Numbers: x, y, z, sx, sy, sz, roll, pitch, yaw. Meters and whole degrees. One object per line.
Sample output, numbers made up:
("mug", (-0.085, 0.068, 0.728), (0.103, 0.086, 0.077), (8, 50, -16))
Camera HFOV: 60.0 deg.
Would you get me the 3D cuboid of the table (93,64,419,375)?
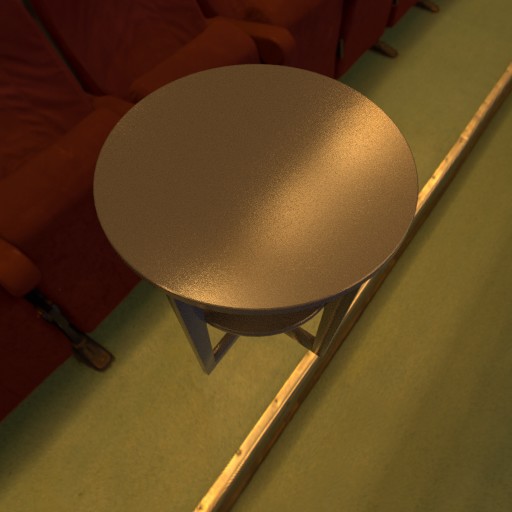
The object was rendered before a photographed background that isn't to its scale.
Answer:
("table", (0.000, 0.000, 0.926), (0.500, 0.550, 0.500), (0, 58, 0))
